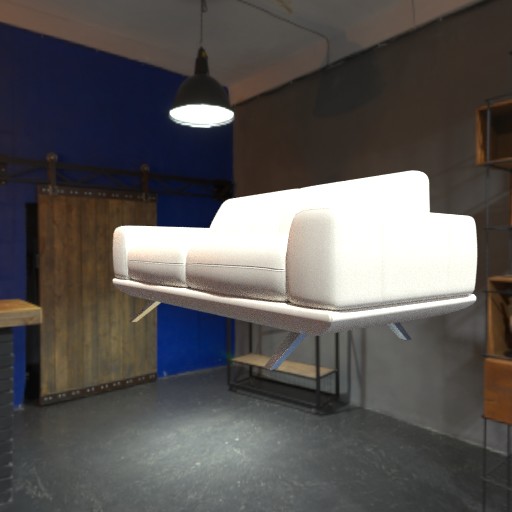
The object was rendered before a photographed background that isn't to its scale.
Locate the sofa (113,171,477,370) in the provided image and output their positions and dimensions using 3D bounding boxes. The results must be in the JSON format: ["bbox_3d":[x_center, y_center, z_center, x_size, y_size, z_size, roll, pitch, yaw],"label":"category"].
[{"bbox_3d":[0.000,0.000,2.322,0.900,0.772,1.901,-1,1,-37],"label":"sofa"}]
